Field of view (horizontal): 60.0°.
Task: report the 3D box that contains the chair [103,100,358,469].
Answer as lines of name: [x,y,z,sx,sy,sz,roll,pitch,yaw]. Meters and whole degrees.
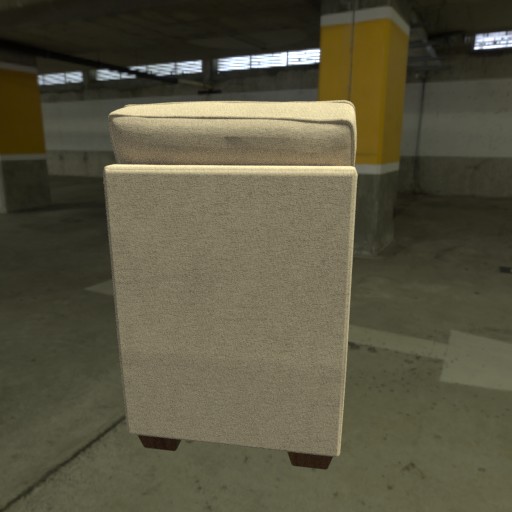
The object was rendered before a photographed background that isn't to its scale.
chair: [0.000,0.000,1.542,0.621,0.970,0.938,2,15,9]
